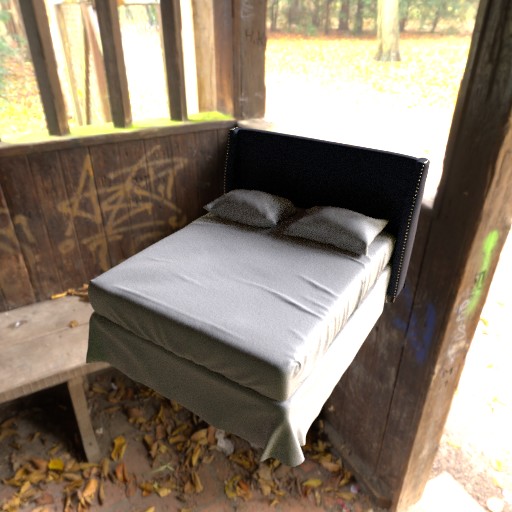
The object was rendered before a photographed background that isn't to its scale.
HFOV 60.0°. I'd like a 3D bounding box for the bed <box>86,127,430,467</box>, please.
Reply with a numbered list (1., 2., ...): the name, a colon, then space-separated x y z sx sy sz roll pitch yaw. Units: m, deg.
1. bed: 0.000 0.000 3.501 1.925 1.332 2.276 18 35 28
